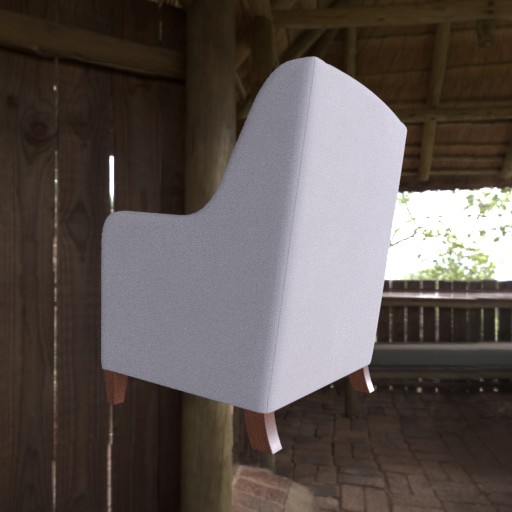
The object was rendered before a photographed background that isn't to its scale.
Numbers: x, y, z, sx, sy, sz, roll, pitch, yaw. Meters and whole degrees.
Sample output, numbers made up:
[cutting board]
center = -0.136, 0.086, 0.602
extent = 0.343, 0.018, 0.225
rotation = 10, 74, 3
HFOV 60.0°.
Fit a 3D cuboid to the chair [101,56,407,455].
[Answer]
[chair]
center = 0.000, 0.000, 1.573
extent = 0.863, 1.010, 0.715
rotation = 0, -1, 36
